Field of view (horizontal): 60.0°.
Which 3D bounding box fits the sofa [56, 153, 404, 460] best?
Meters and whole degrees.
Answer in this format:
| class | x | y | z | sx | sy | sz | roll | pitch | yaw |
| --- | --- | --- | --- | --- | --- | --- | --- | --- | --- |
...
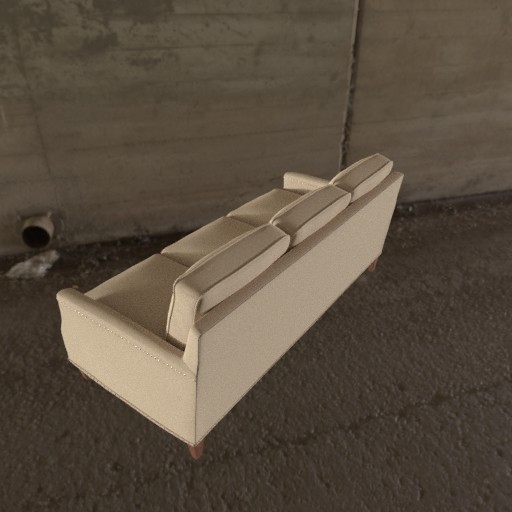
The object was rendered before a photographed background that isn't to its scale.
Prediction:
| class | x | y | z | sx | sy | sz | roll | pitch | yaw |
| --- | --- | --- | --- | --- | --- | --- | --- | --- | --- |
| sofa | 0.000 | 0.000 | 2.881 | 1.084 | 1.003 | 2.246 | 21 | 37 | 30 |
